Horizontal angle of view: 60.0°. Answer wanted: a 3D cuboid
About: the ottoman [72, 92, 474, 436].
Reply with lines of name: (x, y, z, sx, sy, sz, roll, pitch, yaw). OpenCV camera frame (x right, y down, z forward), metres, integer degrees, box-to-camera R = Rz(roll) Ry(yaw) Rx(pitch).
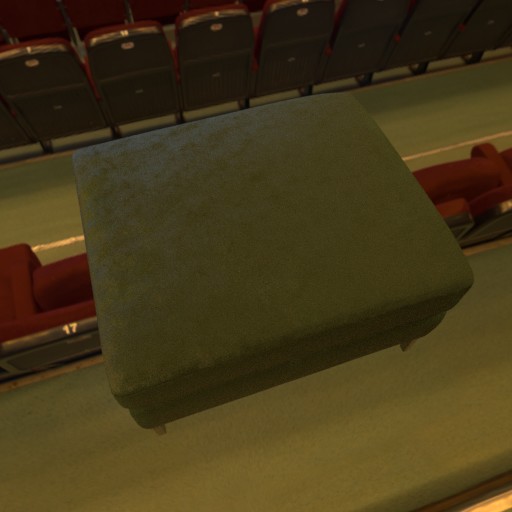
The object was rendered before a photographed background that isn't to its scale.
ottoman: (0.000, 0.000, 1.266, 0.839, 0.538, 0.701, -16, 59, -10)
